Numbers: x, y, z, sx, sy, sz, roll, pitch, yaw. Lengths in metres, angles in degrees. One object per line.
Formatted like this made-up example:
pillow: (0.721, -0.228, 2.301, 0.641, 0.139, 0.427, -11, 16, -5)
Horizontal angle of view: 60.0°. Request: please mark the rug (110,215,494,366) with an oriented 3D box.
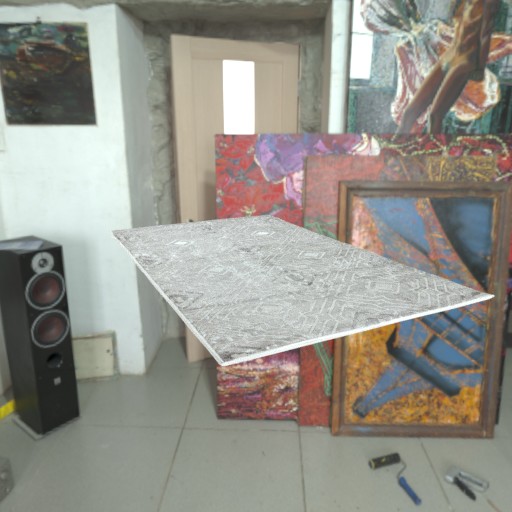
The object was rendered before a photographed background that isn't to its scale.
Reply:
rug: (0.000, 0.000, 3.009, 1.537, 0.036, 2.447, -8, 18, -26)
